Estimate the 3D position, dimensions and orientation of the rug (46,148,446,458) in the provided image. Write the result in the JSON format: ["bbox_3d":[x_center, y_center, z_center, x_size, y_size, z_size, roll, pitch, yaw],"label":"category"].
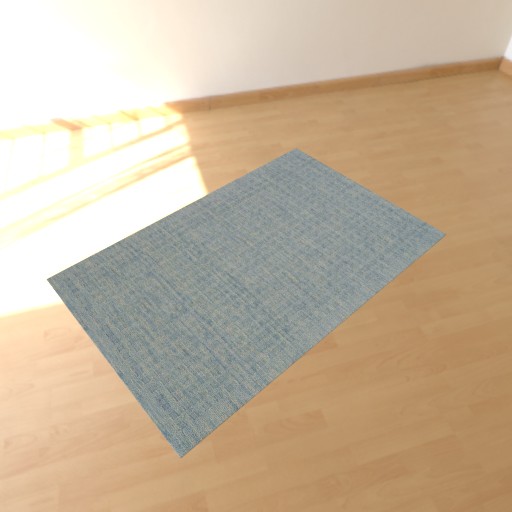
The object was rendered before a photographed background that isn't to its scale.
[{"bbox_3d":[0.000,0.000,2.294,1.752,0.006,1.142,-33,54,-28],"label":"rug"}]
